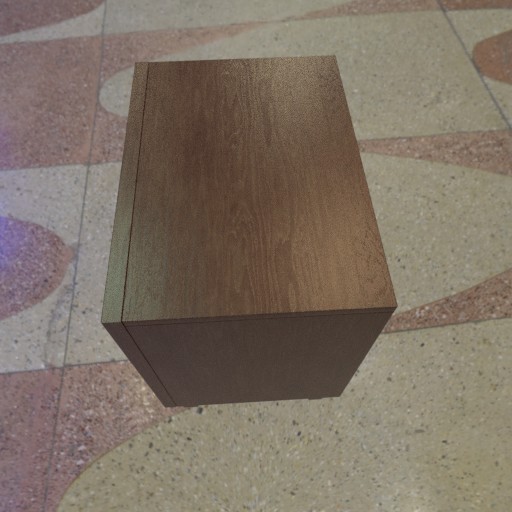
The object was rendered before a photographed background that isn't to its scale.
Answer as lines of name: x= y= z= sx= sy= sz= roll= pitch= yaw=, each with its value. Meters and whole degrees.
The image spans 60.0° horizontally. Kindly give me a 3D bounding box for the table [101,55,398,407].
table: x=0.000 y=0.000 z=1.002 sx=0.449 sy=0.609 sz=0.557 roll=-3 pitch=59 yaw=-2
